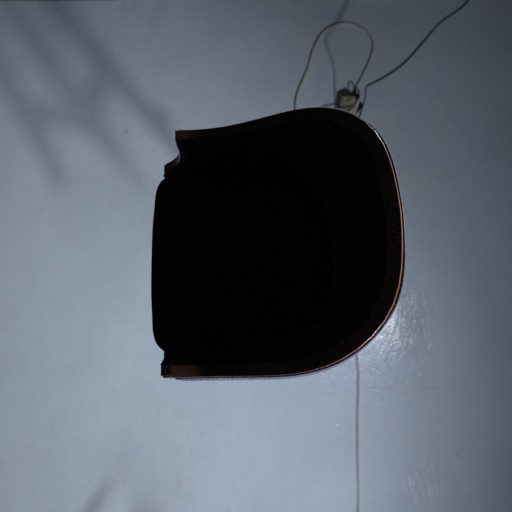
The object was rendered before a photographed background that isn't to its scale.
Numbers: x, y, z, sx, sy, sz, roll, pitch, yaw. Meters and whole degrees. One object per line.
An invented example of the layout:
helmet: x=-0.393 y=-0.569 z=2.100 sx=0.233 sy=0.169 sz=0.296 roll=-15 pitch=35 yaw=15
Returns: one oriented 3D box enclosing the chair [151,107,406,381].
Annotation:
chair: x=0.000 y=0.000 z=1.505 sx=0.735 sy=0.876 sz=0.803 roll=-2 pitch=77 yaw=0
